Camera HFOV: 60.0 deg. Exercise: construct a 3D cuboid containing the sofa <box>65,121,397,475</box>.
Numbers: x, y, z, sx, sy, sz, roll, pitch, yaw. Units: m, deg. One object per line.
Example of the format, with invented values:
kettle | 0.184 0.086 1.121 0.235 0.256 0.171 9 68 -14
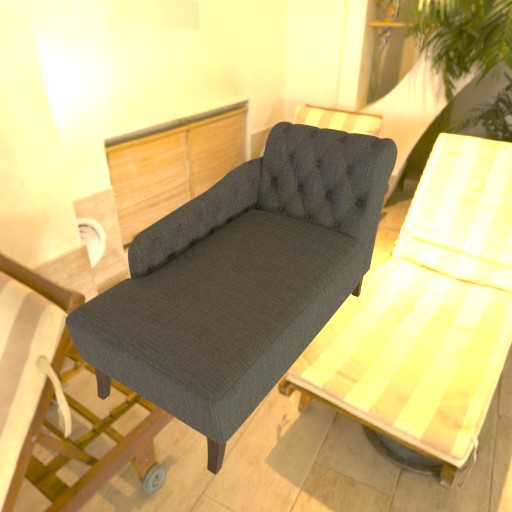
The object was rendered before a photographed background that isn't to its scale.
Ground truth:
sofa | 0.000 0.000 1.829 0.675 0.787 1.379 19 36 29
